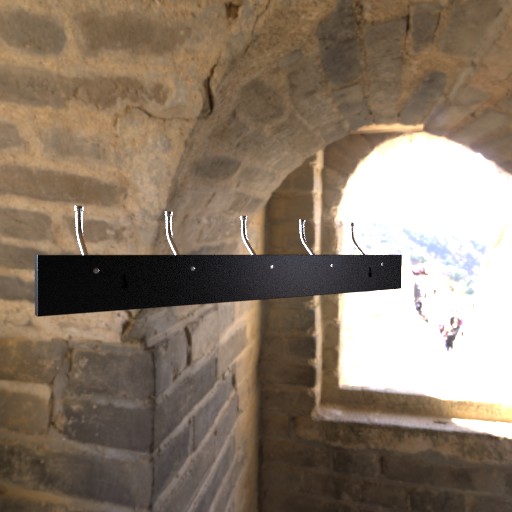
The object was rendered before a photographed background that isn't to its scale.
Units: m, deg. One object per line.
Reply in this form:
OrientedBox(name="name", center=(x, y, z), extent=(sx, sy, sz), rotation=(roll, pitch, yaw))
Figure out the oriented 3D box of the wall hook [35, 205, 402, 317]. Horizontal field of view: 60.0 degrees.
OrientedBox(name="wall hook", center=(0.000, 0.000, 0.623), extent=(0.571, 0.117, 0.071), rotation=(0, 0, -36))
